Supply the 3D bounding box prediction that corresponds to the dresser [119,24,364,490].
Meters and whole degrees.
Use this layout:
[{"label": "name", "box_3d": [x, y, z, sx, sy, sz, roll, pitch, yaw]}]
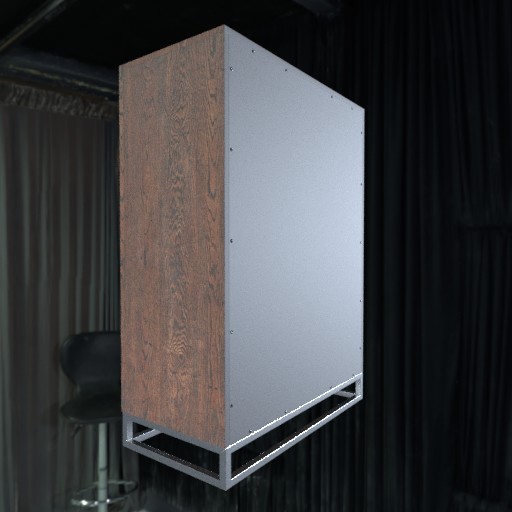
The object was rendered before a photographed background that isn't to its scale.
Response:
[{"label": "dresser", "box_3d": [0.000, 0.000, 1.790, 0.508, 1.321, 0.965, 1, 2, 37]}]
